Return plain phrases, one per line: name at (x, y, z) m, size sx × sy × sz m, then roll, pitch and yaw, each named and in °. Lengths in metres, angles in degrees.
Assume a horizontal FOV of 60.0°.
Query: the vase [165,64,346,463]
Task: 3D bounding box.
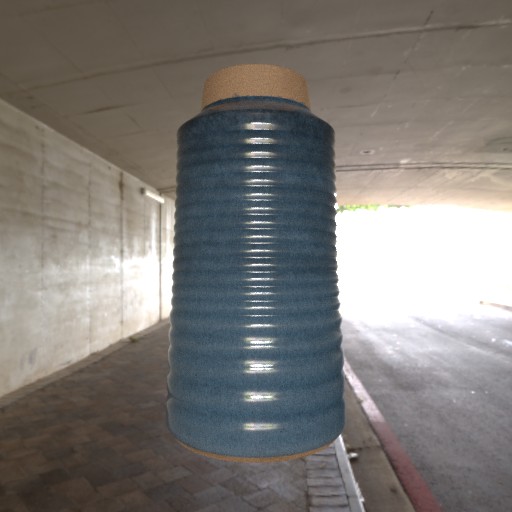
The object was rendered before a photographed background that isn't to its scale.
vase at (0.000, 0.000, 0.411) m, size 0.163 × 0.316 × 0.163 m, roll 0°, pitch -1°, yaw 0°
